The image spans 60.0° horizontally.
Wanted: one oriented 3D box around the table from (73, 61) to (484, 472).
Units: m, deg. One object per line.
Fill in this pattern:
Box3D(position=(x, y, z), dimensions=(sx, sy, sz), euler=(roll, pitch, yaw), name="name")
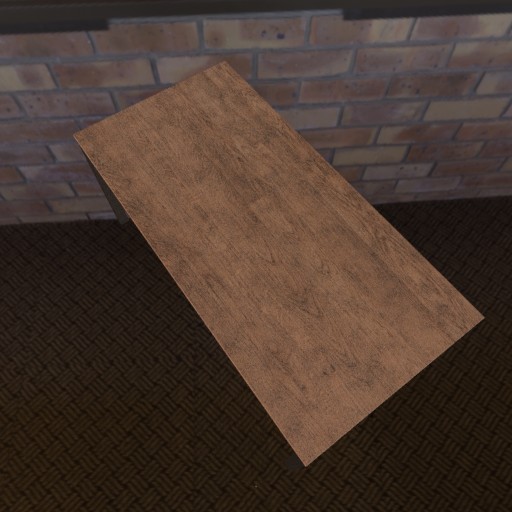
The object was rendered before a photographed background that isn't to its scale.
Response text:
Box3D(position=(0.000, 0.000, 2.283), dimensions=(0.893, 0.767, 1.805), euler=(-33, 67, -16), name="table")
